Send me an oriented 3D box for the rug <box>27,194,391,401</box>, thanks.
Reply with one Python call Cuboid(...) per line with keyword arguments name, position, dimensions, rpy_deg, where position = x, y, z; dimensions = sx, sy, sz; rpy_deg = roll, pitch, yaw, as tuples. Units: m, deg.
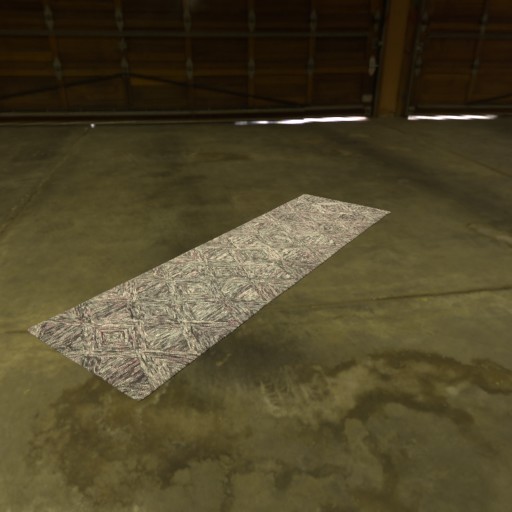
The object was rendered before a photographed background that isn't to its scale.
Cuboid(name="rug", position=(0.000, 0.000, 2.506), dimensions=(0.719, 0.013, 2.305), rpy_deg=(17, 30, 32))
